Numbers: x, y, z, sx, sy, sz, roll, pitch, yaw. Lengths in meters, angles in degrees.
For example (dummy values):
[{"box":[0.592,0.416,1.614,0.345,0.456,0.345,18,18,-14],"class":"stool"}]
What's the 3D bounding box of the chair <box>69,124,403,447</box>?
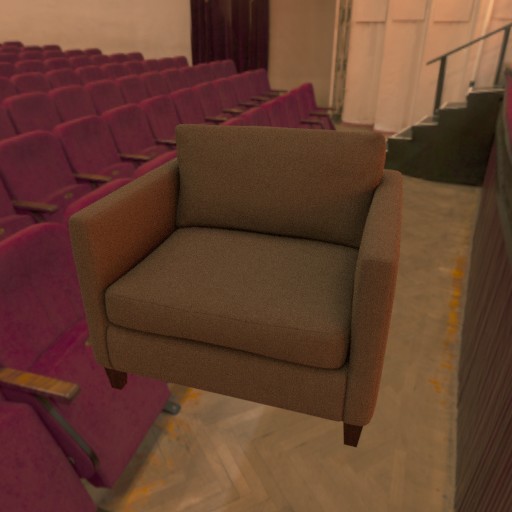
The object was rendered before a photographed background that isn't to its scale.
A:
[{"box":[0.000,0.000,1.844,1.107,0.963,0.959,8,28,15],"class":"chair"}]
